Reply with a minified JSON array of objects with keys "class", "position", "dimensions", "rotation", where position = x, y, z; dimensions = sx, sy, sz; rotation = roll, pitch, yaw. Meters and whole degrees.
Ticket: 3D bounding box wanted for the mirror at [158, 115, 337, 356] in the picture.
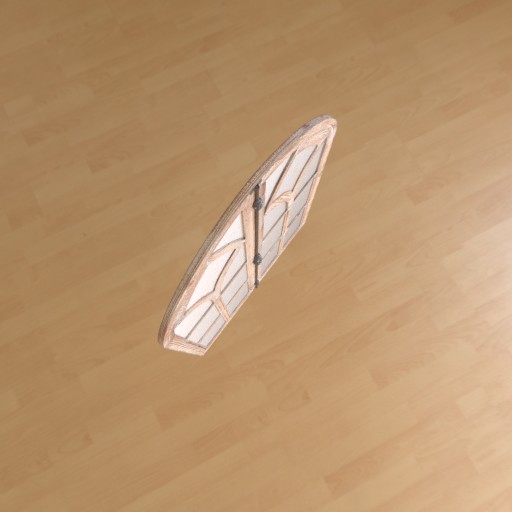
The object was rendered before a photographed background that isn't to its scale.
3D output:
[{"class":"mirror","position":[0.000,0.000,1.147],"dimensions":[0.032,0.915,0.609],"rotation":[36,79,8]}]
